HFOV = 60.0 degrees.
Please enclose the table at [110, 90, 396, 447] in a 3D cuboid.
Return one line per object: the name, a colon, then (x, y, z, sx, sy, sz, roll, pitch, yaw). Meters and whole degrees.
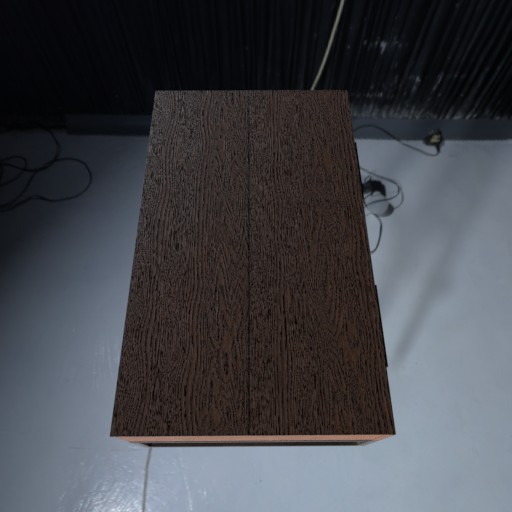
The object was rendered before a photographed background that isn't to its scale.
table: (0.000, 0.000, 1.503, 0.719, 0.361, 1.167, 0, 63, 0)
